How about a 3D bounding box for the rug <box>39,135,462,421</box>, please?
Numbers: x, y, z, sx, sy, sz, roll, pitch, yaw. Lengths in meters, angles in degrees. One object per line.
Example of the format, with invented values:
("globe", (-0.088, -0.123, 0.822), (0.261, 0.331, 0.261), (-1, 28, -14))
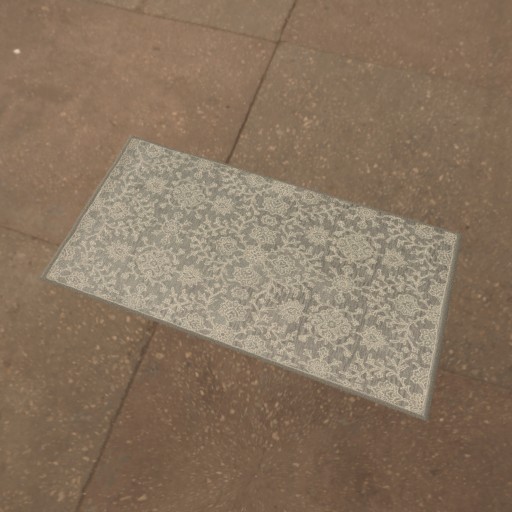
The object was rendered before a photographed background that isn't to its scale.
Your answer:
("rug", (0.000, 0.000, 3.554), (3.048, 0.011, 1.546), (18, 65, 9))
